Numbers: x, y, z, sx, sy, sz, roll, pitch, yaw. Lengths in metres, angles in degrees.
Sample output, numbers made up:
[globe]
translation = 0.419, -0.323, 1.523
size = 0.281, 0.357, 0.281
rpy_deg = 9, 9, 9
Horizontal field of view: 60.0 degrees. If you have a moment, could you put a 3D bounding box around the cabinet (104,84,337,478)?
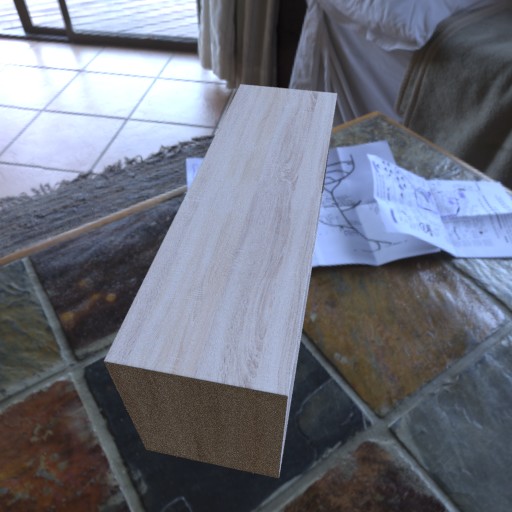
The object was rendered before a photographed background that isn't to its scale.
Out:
[cabinet]
translation = 0.000, 0.000, 1.992
size = 0.500, 0.780, 1.650
rpy_deg = 8, 47, 8
